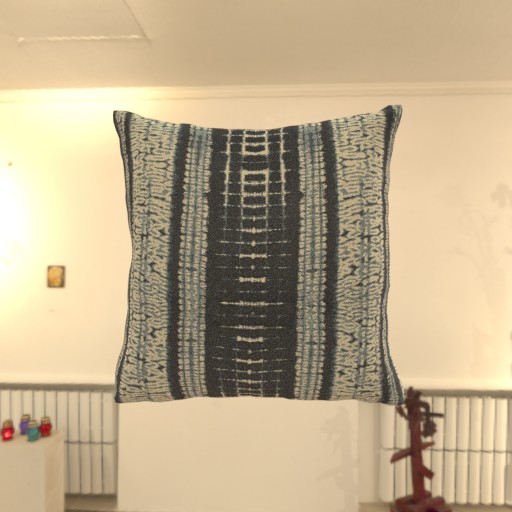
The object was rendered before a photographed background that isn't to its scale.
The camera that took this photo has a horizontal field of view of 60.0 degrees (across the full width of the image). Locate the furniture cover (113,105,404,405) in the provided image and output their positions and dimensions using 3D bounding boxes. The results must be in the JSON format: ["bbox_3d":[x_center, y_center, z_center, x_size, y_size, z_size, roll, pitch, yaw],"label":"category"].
[{"bbox_3d":[0.000,0.000,0.647,0.425,0.435,0.133,0,0,3],"label":"furniture cover"}]
